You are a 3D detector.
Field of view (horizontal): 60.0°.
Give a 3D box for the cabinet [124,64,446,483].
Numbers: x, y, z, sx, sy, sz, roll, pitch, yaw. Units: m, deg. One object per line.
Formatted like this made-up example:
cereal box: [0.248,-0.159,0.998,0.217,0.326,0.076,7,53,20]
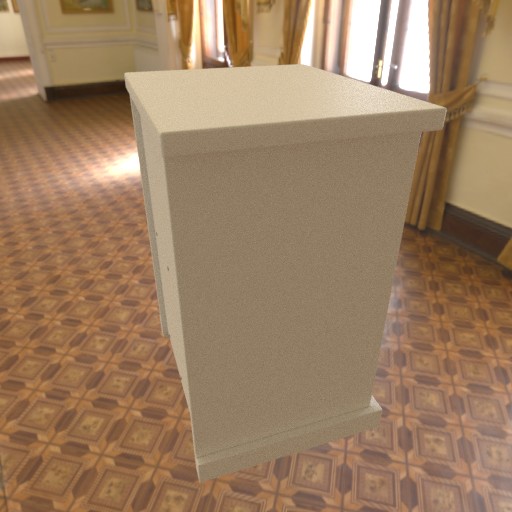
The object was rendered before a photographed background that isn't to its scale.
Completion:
cabinet: [0.000,0.000,1.000,0.431,0.723,0.520,-10,32,-16]
